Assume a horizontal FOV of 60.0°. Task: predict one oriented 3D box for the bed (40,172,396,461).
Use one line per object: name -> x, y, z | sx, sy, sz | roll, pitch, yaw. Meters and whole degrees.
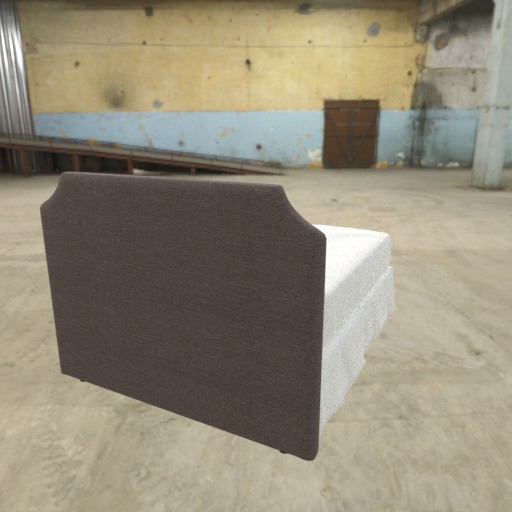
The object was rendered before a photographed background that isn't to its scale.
bed -> 0.000, 0.000, 3.139 | 1.693, 1.290, 2.116 | 8, 18, 26
